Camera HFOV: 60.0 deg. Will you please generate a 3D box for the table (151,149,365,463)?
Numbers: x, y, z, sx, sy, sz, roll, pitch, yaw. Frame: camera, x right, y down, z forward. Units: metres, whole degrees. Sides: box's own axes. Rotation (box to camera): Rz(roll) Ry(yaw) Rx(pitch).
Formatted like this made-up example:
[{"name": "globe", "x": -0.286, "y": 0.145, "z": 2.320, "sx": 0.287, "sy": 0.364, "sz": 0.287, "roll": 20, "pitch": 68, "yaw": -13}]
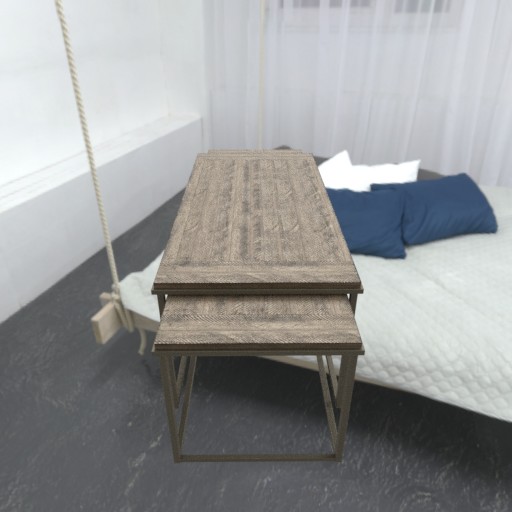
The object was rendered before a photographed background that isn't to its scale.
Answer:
[{"name": "table", "x": 0.000, "y": 0.000, "z": 1.541, "sx": 0.489, "sy": 0.427, "sz": 1.312, "roll": 0, "pitch": 30, "yaw": 0}]
